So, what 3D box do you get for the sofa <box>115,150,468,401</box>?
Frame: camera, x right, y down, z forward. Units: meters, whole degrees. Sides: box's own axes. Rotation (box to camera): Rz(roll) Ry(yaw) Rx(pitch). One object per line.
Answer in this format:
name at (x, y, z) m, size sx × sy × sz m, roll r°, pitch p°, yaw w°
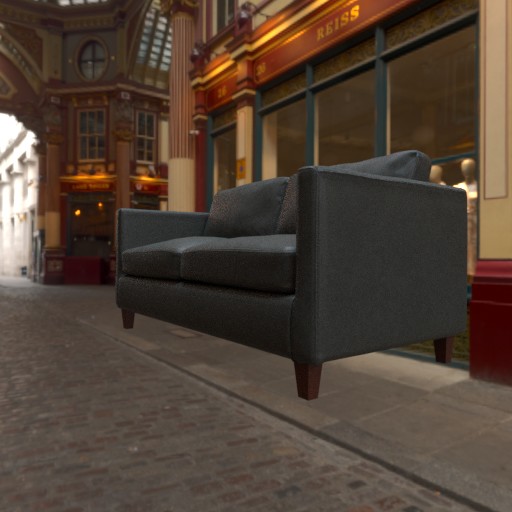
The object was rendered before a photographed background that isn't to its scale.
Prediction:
sofa at (0.000, 0.000, 2.399) m, size 0.951 × 0.933 × 1.883 m, roll 0°, pitch 1°, yaw -36°
